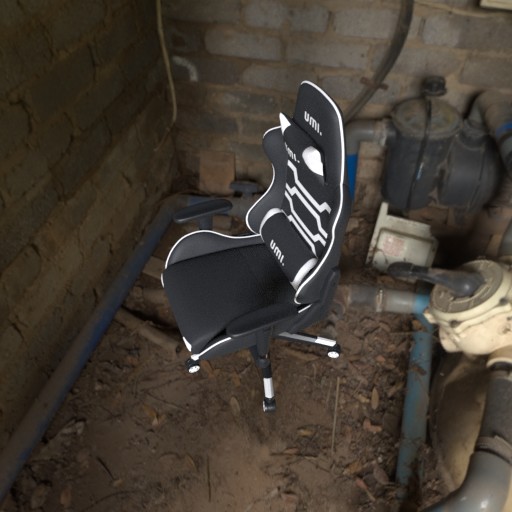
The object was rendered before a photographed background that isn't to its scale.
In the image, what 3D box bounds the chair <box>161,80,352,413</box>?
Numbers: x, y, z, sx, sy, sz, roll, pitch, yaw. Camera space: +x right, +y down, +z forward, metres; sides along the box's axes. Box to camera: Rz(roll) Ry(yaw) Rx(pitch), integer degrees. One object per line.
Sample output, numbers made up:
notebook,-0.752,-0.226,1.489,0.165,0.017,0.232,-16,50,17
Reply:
chair,0.000,0.000,1.681,0.700,1.240,0.700,-18,49,-16
